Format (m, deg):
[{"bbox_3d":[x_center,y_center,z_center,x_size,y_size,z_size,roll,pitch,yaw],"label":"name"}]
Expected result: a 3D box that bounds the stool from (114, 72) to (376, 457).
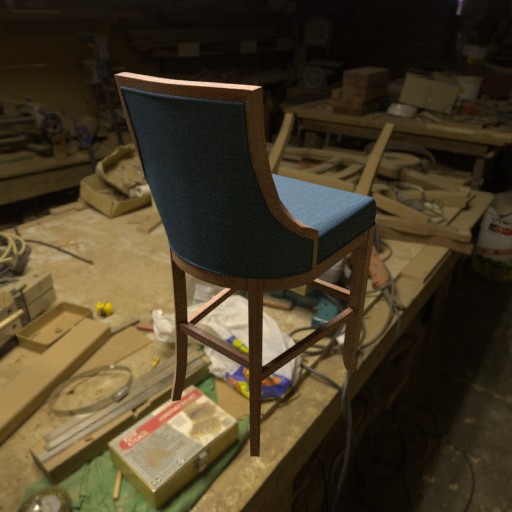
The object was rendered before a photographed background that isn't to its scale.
[{"bbox_3d":[0.000,0.000,1.413,0.524,1.101,0.626,21,34,33],"label":"stool"}]
